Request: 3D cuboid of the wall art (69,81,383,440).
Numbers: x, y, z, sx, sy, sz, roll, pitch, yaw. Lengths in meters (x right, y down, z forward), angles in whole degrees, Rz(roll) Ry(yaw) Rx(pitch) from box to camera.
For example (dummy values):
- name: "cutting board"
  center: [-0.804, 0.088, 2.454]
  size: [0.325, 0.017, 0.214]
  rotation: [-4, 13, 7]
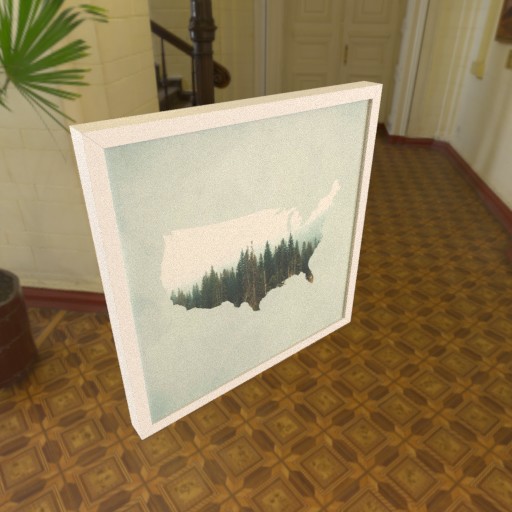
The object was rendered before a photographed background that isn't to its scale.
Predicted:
- name: "wall art"
  center: [0.000, 0.000, 0.756]
  size: [0.509, 0.509, 0.040]
  rotation: [-21, 36, -32]
